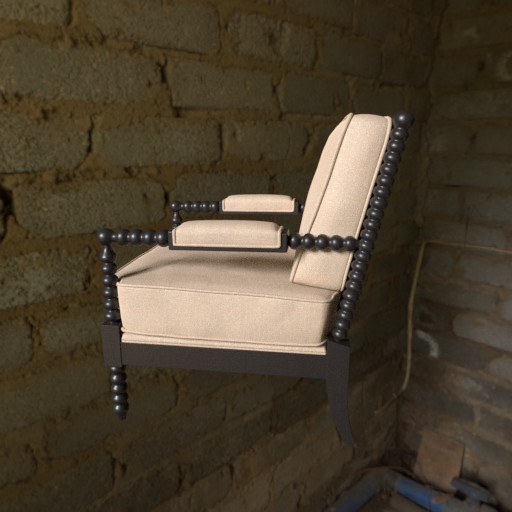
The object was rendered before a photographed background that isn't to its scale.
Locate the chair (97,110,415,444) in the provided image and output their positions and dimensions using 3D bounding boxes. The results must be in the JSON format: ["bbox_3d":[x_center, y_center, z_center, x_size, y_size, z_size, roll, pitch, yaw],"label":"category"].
[{"bbox_3d":[0.000,0.000,1.173,0.657,0.703,0.555,2,14,8],"label":"chair"}]
